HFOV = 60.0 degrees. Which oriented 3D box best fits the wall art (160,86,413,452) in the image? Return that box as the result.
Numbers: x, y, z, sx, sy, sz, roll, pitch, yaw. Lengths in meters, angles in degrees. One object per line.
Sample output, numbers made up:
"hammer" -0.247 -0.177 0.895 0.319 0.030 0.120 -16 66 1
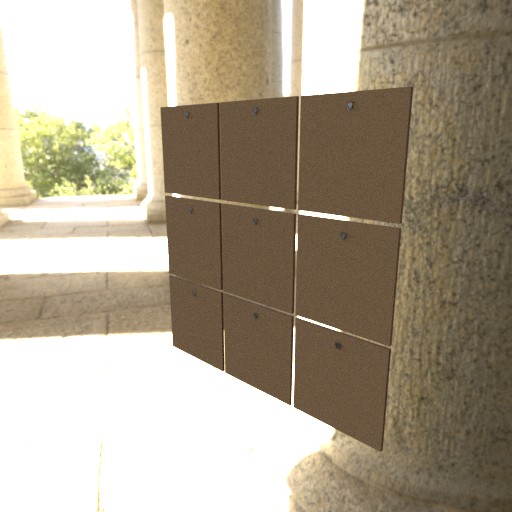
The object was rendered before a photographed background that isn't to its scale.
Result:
"wall art" 0.000 0.000 1.822 1.221 1.218 0.019 13 20 41
